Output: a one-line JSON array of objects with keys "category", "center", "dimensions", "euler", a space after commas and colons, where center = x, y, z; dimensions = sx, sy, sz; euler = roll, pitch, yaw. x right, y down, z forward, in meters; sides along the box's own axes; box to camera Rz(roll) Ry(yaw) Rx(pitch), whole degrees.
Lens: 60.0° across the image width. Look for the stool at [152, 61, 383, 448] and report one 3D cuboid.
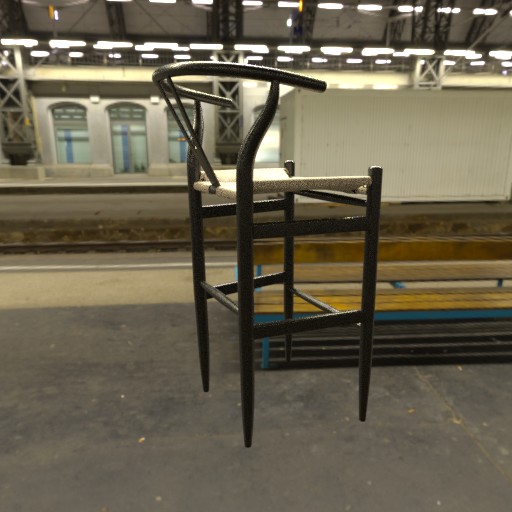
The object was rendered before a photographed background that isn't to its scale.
[{"category": "stool", "center": [0.000, 0.000, 1.400], "dimensions": [0.579, 1.072, 0.569], "euler": [-7, 16, -27]}]
